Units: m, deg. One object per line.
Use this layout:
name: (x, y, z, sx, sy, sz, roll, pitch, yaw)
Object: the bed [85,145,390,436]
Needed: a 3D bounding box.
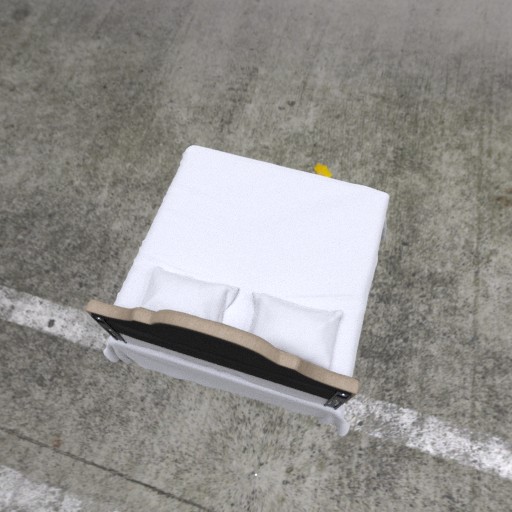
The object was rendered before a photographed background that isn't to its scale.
bed: (0.000, 0.000, 3.794, 2.303, 1.631, 2.222, 16, 65, 8)
